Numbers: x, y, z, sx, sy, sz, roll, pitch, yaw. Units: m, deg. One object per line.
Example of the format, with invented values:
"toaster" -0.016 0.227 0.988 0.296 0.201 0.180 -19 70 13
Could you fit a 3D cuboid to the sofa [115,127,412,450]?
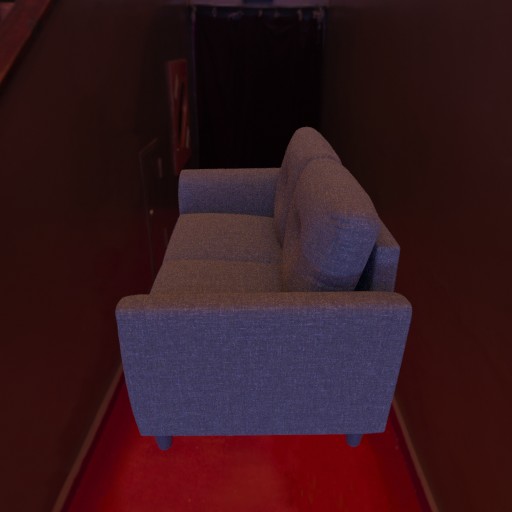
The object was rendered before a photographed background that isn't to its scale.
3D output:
"sofa" 0.000 0.000 1.929 0.851 0.885 1.423 0 27 -1
